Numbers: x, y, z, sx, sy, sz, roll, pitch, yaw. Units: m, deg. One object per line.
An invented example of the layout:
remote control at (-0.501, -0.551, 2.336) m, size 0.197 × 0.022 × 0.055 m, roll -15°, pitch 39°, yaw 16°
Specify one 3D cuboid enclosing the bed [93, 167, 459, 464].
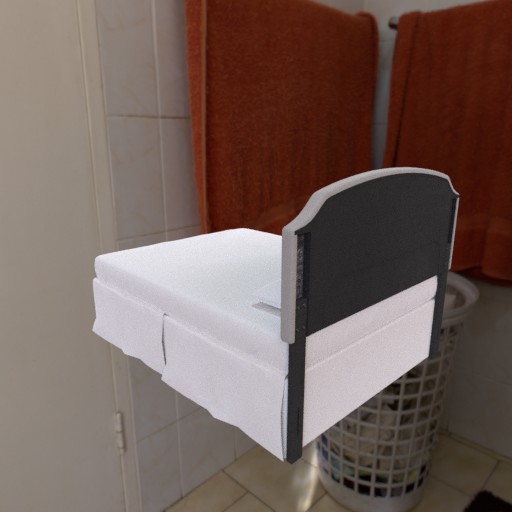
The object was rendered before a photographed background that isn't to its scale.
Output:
bed at (0.000, 0.000, 2.995) m, size 1.558 × 1.270 × 1.999 m, roll -14°, pitch 21°, yaw -42°
